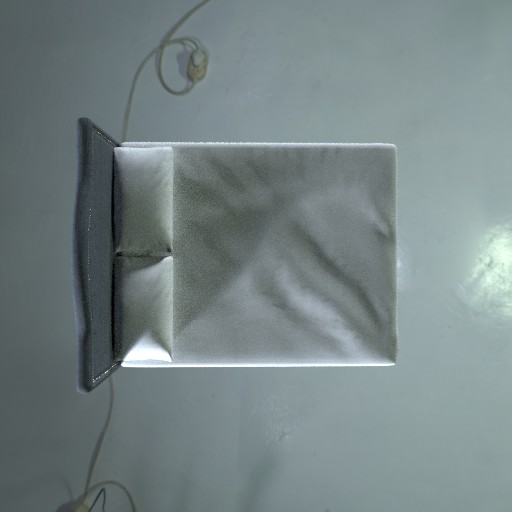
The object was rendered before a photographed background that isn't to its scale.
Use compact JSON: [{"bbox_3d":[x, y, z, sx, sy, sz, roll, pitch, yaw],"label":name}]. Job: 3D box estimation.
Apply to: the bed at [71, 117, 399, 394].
[{"bbox_3d":[0.000,0.000,3.928,2.689,1.457,2.161,0,90,-1],"label":"bed"}]
